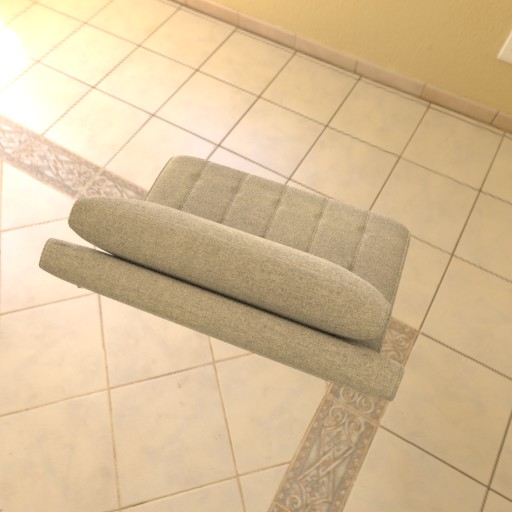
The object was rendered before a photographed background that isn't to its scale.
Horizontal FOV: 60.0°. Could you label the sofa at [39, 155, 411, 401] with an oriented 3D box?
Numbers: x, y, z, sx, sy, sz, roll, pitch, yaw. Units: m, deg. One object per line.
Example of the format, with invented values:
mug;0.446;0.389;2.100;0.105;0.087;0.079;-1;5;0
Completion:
sofa;0.000;0.000;1.854;1.220;0.910;0.910;19;64;9
